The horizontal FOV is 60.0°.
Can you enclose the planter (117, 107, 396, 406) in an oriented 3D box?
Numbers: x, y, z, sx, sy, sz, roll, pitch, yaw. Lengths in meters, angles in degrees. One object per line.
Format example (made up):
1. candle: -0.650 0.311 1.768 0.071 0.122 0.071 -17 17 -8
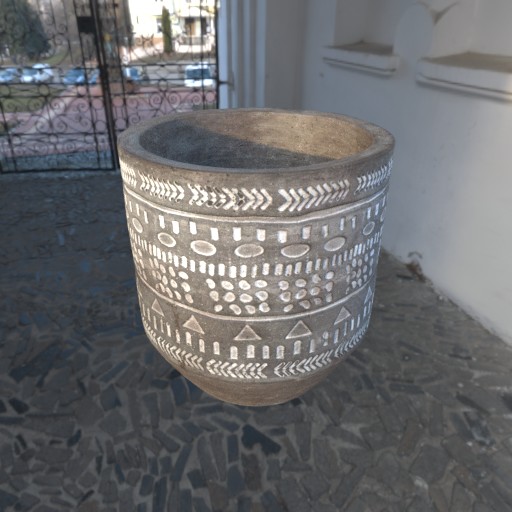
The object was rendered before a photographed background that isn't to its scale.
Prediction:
1. planter: 0.000 0.000 0.229 0.122 0.128 0.122 0 28 0
